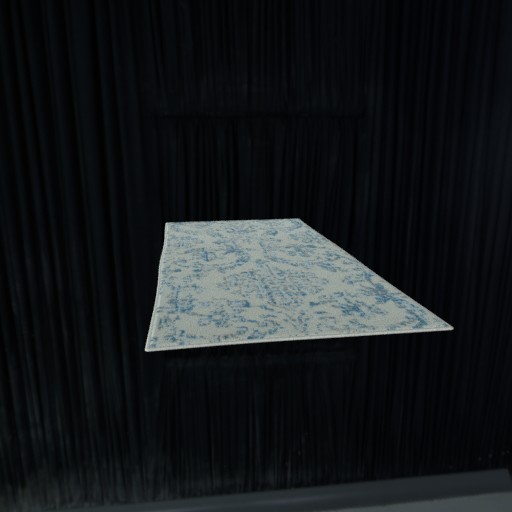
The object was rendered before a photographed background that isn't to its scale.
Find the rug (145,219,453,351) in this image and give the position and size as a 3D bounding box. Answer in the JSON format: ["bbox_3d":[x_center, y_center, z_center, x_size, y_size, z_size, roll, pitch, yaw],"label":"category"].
[{"bbox_3d":[0.000,0.000,1.420,0.605,0.007,1.220,-2,15,-9],"label":"rug"}]
